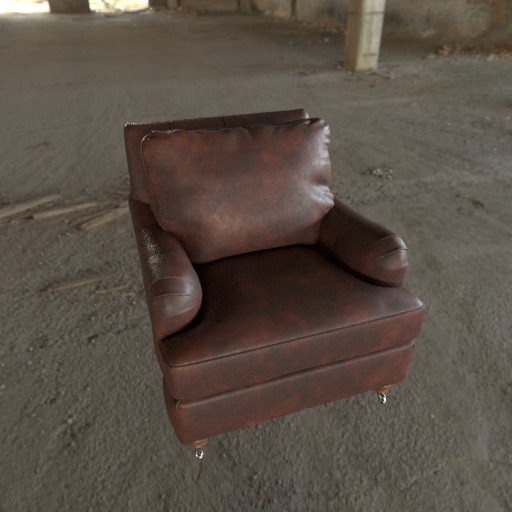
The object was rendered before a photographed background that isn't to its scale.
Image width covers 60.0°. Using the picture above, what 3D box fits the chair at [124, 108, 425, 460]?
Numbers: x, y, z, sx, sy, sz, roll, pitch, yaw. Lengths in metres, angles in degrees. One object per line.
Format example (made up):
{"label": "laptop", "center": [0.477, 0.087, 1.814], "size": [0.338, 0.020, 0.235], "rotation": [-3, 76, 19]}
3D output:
{"label": "chair", "center": [0.000, 0.000, 1.921], "size": [0.987, 1.051, 1.156], "rotation": [-10, 33, -16]}
